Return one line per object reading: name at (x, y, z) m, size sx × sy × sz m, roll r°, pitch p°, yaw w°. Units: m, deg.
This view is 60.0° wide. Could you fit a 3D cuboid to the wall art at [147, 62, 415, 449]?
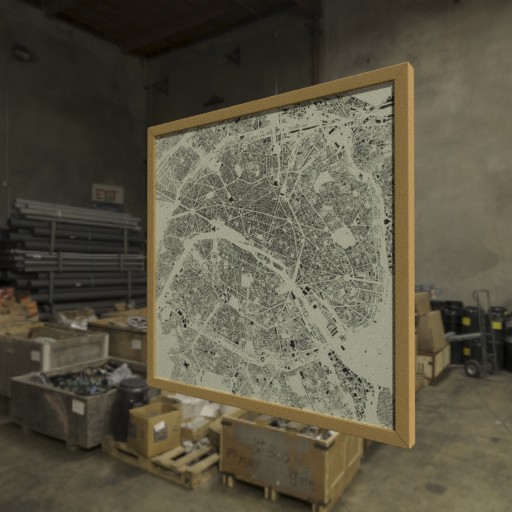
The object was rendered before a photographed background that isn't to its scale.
wall art at (0.000, 0.000, 1.104) m, size 0.761 × 0.761 × 0.037 m, roll 0°, pitch -1°, yaw 35°
